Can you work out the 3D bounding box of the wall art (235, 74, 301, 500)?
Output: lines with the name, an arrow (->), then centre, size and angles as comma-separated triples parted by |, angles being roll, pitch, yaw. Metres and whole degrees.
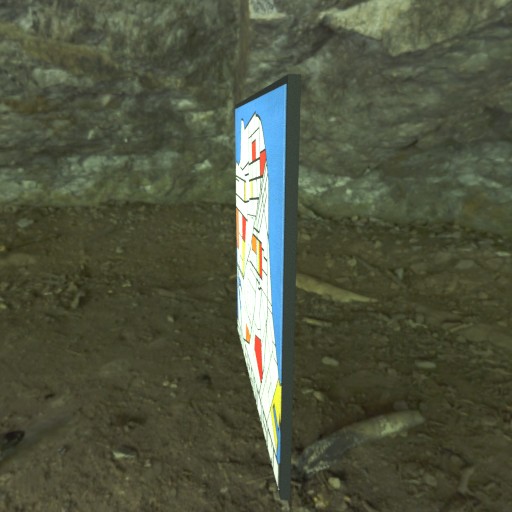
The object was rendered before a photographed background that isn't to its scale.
wall art -> 0.000, 0.000, 0.668 | 0.013, 0.457, 0.458 | -2, 16, -8
